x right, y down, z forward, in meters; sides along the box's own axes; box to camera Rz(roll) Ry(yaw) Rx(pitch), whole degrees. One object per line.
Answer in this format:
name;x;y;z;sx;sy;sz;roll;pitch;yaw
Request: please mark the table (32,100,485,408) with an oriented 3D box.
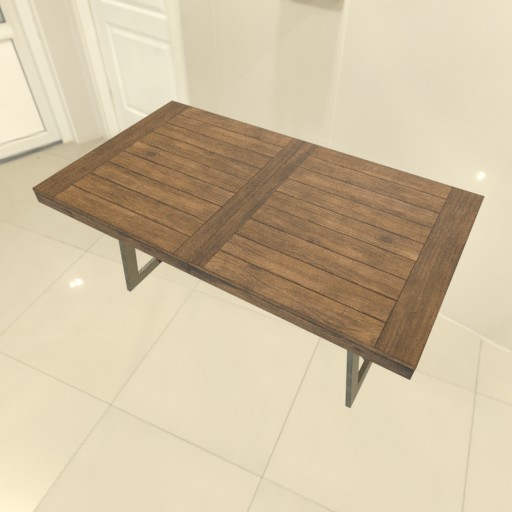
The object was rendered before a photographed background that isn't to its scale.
table;0.000;0.000;2.117;1.641;0.757;0.931;23;50;21
